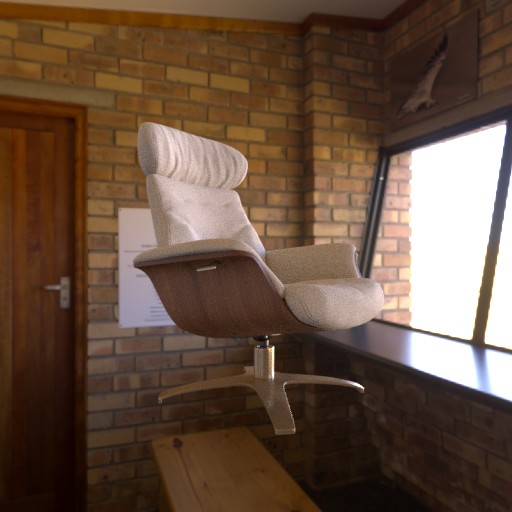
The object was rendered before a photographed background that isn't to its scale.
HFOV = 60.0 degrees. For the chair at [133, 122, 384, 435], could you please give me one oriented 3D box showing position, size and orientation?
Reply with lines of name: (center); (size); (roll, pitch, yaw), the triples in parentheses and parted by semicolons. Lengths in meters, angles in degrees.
chair: (0.000, 0.000, 1.590); (0.837, 0.995, 0.785); (0, 0, 37)
